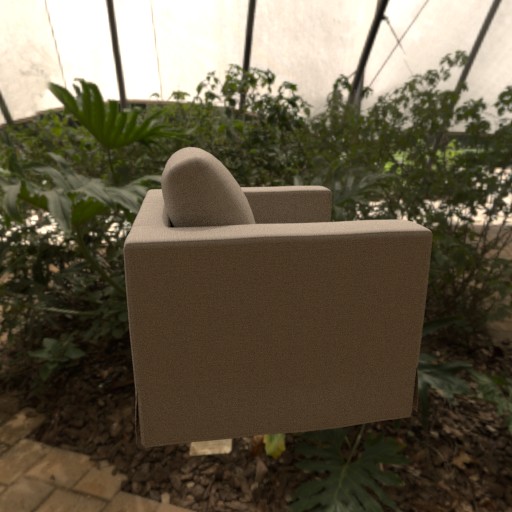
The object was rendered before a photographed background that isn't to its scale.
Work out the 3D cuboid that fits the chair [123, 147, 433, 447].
[{"bbox_3d":[0.000,0.000,1.862,0.957,0.878,1.150,-3,16,-9],"label":"chair"}]
